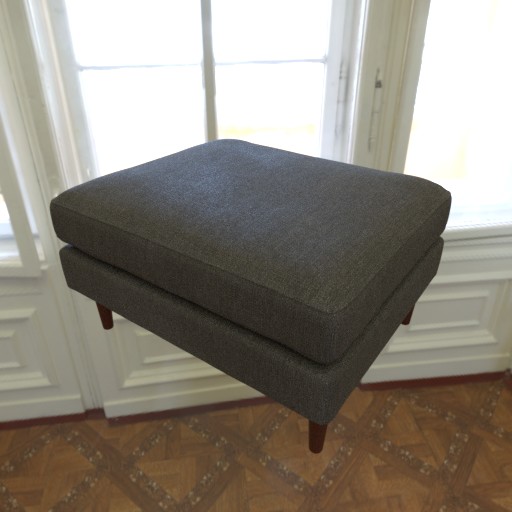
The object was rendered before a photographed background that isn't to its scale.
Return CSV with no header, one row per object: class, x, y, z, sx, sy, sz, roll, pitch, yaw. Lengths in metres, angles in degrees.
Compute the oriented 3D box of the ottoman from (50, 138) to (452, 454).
ottoman,0.000,0.000,1.222,0.821,0.474,0.693,20,35,31
